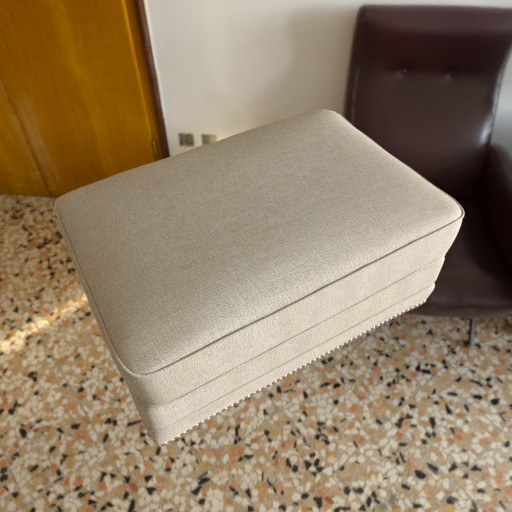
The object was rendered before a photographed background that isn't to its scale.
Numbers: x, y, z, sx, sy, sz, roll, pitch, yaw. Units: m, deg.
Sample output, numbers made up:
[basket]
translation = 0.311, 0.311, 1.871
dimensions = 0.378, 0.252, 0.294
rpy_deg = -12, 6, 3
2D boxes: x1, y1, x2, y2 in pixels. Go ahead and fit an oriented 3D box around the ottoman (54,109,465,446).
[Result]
[ottoman]
translation = 0.000, 0.000, 1.128
dimensions = 0.813, 0.458, 0.559
rpy_deg = -23, 51, -20
